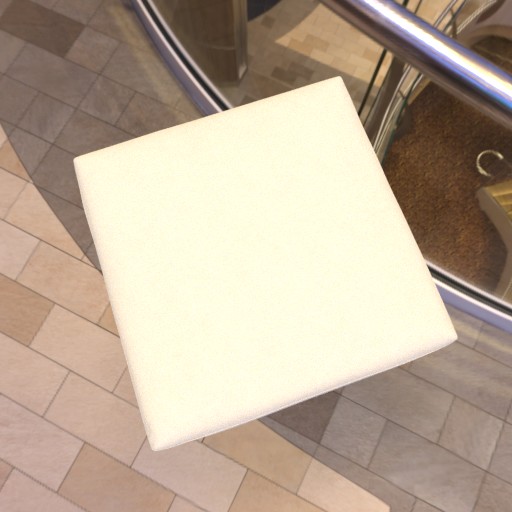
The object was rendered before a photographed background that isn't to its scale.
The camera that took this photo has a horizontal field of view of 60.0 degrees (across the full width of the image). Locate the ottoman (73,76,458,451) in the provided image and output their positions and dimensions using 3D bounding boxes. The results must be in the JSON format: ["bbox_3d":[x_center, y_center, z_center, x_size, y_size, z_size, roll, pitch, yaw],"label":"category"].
[{"bbox_3d":[0.000,0.000,1.805,1.167,0.482,1.163,-19,77,-4],"label":"ottoman"}]
